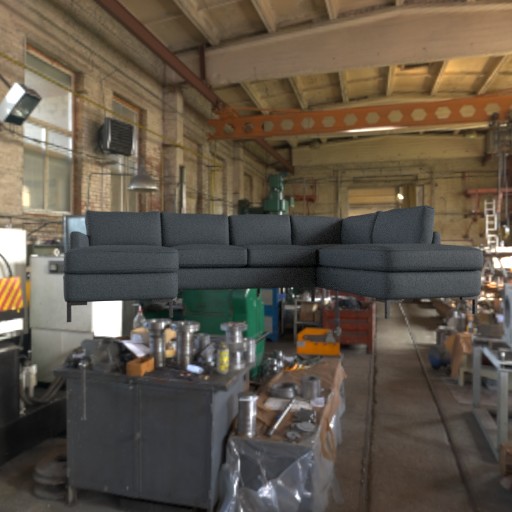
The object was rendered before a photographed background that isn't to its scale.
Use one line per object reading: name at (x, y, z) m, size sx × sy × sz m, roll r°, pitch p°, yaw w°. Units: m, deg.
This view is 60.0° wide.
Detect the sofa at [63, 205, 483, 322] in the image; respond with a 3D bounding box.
sofa at (0.000, 0.000, 3.758) m, size 2.975 × 0.858 × 1.984 m, roll 0°, pitch 1°, yaw -18°
